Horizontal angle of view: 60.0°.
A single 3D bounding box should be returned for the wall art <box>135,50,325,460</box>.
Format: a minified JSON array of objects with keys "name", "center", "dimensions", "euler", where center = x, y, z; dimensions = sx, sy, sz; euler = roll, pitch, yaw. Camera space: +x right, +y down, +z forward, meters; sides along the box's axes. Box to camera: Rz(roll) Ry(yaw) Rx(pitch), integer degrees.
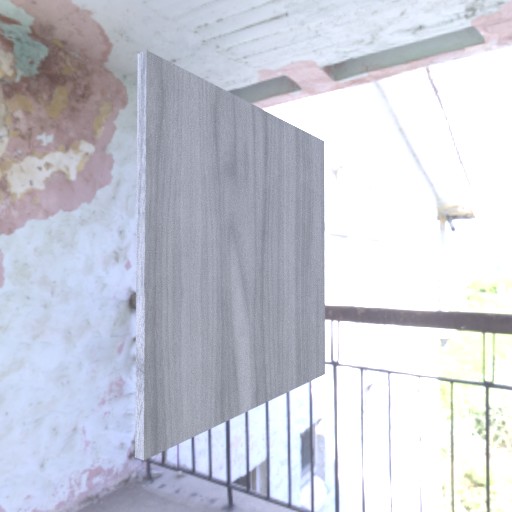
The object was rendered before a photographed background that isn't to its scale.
[{"name":"wall art","center":[0.000,0.000,0.759],"dimensions":[0.016,0.507,0.508],"euler":[-1,-1,34]}]
